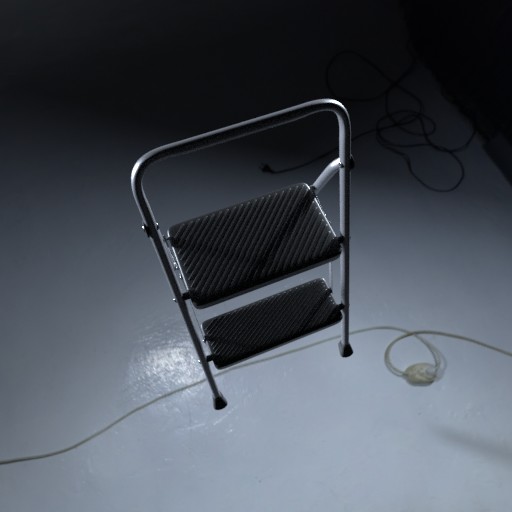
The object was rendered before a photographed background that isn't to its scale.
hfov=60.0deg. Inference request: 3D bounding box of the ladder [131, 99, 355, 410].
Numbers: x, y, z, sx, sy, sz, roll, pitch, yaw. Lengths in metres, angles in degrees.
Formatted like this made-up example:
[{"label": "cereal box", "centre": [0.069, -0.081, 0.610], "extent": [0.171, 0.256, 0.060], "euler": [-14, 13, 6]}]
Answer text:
[{"label": "ladder", "centre": [0.000, 0.000, 1.027], "extent": [0.430, 0.720, 0.472], "euler": [-20, 65, -10]}]
